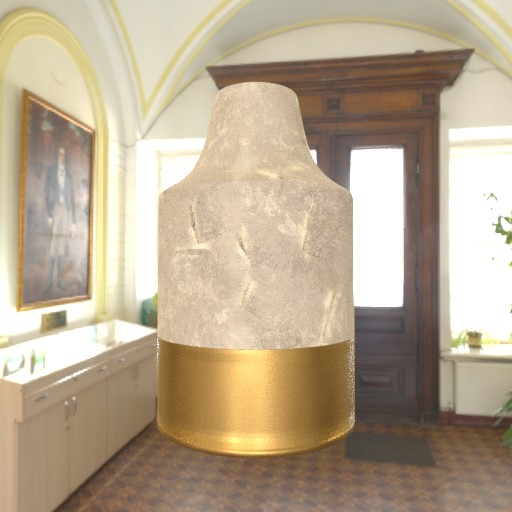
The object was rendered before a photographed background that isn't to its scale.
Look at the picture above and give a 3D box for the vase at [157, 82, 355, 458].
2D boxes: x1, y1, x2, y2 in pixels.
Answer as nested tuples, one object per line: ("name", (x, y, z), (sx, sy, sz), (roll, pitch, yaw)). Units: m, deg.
("vase", (0.000, 0.000, 0.425), (0.184, 0.305, 0.184), (0, -1, 0))
